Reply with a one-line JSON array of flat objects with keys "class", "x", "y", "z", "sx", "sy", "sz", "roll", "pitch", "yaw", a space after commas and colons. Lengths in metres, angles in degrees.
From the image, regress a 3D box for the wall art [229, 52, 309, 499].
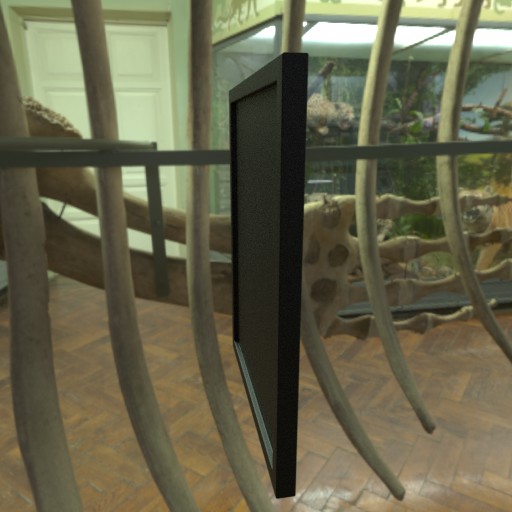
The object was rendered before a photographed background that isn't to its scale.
[{"class": "wall art", "x": 0.000, "y": 0.000, "z": 0.744, "sx": 0.028, "sy": 0.559, "sz": 0.457, "roll": -3, "pitch": 16, "yaw": -10}]
